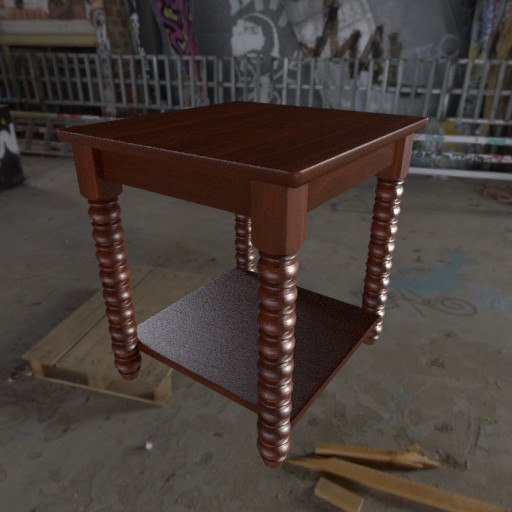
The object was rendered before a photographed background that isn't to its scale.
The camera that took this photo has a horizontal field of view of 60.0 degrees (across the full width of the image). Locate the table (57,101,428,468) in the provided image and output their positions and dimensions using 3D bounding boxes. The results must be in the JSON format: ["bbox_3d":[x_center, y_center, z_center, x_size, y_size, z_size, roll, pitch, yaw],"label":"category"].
[{"bbox_3d":[0.000,0.000,0.973,0.500,0.567,0.533,17,31,32],"label":"table"}]
